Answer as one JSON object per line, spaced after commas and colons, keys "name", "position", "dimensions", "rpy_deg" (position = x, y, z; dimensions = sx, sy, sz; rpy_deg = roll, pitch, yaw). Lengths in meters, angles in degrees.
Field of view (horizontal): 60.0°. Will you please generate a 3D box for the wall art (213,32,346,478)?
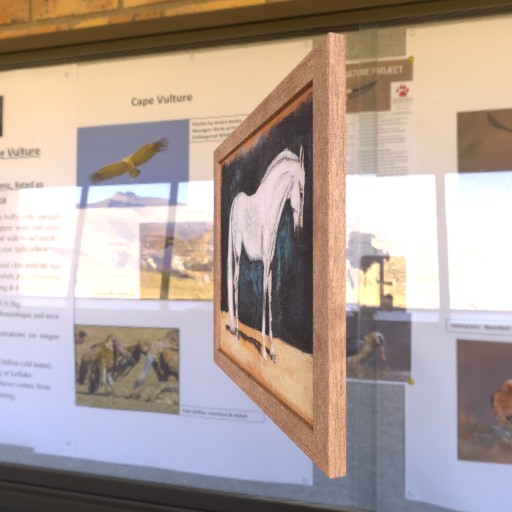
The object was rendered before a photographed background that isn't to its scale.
{"name": "wall art", "position": [0.000, 0.000, 0.914], "dimensions": [0.026, 0.588, 0.690], "rpy_deg": [0, 0, -18]}
